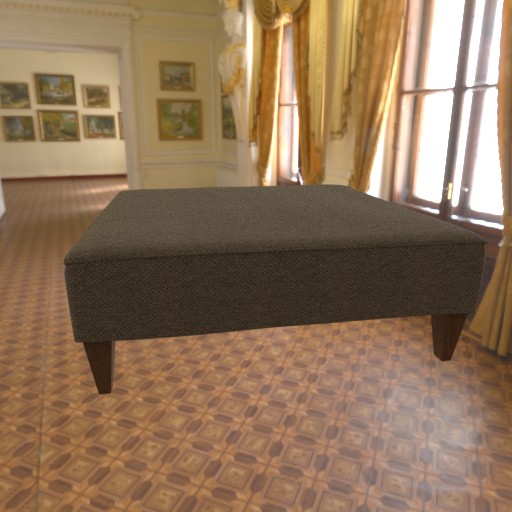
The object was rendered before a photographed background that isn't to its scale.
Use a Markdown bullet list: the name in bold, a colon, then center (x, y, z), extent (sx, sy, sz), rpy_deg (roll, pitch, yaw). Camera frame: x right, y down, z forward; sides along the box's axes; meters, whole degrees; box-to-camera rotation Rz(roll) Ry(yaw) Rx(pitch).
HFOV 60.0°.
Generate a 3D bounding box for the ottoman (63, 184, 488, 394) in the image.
- **ottoman**: center (0.000, 0.000, 1.474), extent (0.981, 0.378, 0.970), rpy_deg (-3, 17, -10)
